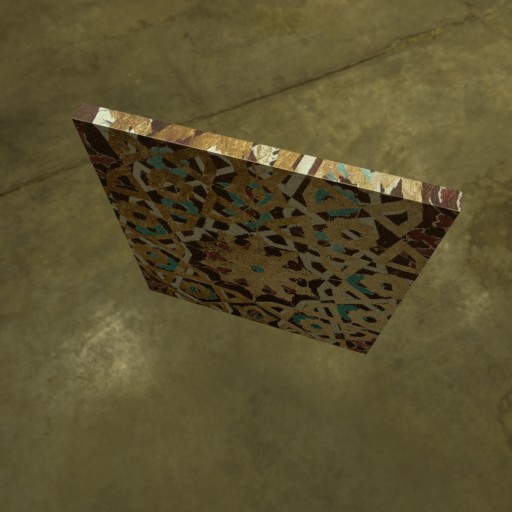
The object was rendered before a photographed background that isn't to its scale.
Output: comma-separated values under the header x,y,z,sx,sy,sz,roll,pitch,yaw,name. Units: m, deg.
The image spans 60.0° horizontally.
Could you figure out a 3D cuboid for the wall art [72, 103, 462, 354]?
x,y,z,sx,sy,sz,roll,pitch,yaw,name
0.000,0.000,0.935,0.609,0.613,0.041,15,60,9,wall art
